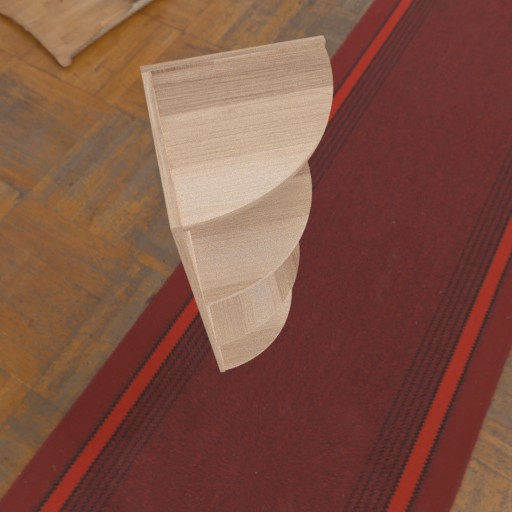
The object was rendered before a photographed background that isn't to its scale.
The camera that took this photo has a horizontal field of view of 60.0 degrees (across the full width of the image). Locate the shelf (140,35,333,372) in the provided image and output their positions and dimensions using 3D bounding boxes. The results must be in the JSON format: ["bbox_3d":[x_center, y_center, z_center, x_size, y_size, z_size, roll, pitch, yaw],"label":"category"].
[{"bbox_3d":[0.000,0.000,1.015,0.290,0.872,0.290,-13,65,-6],"label":"shelf"}]
